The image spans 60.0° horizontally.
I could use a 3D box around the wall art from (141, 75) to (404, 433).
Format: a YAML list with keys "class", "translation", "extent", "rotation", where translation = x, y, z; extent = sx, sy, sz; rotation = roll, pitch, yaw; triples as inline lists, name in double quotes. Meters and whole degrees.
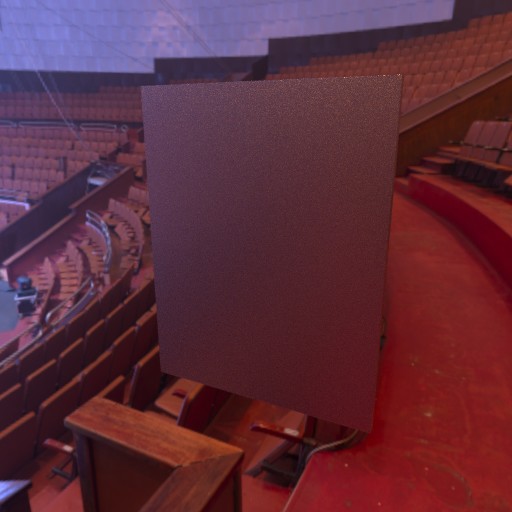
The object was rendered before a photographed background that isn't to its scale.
- class: "wall art"
  translation: [0.000, 0.000, 1.425]
  extent: [0.816, 1.046, 0.030]
  rotation: [8, 19, 25]
